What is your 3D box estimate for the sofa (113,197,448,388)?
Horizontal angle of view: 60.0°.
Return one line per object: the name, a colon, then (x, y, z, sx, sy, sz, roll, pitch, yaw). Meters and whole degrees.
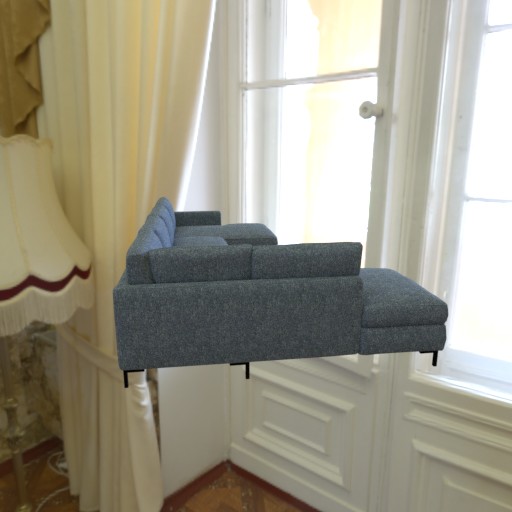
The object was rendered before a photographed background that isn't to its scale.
sofa: (0.000, 0.000, 3.708, 1.879, 0.756, 2.737, -2, 14, -8)
